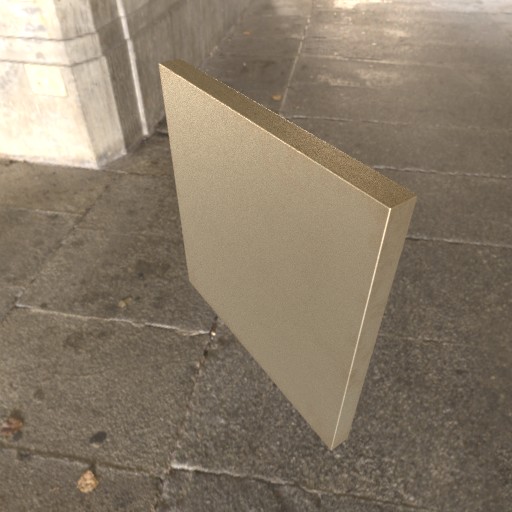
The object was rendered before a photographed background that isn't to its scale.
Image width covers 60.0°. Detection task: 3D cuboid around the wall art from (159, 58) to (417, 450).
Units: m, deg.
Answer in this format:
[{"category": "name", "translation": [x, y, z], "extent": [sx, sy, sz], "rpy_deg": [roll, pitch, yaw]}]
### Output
[{"category": "wall art", "translation": [0.000, 0.000, 0.753], "extent": [0.040, 0.506, 0.503], "rpy_deg": [-25, 47, -25]}]
